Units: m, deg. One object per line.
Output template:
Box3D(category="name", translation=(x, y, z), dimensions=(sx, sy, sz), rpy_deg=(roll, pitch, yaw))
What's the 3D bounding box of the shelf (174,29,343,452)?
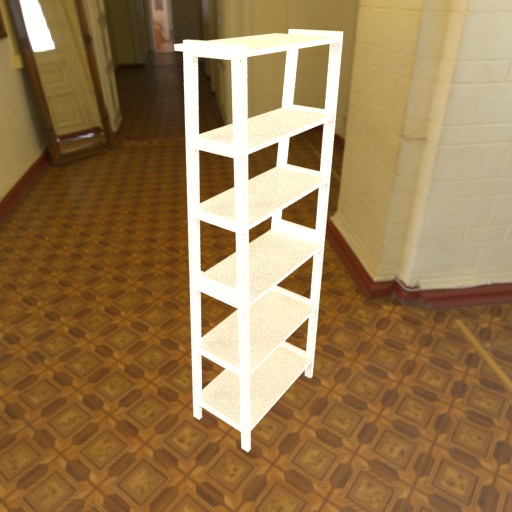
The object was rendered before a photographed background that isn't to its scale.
Box3D(category="shelf", translation=(0.000, 0.000, 2.111), dimensions=(0.381, 1.892, 0.660), rpy_deg=(21, 36, 31))
